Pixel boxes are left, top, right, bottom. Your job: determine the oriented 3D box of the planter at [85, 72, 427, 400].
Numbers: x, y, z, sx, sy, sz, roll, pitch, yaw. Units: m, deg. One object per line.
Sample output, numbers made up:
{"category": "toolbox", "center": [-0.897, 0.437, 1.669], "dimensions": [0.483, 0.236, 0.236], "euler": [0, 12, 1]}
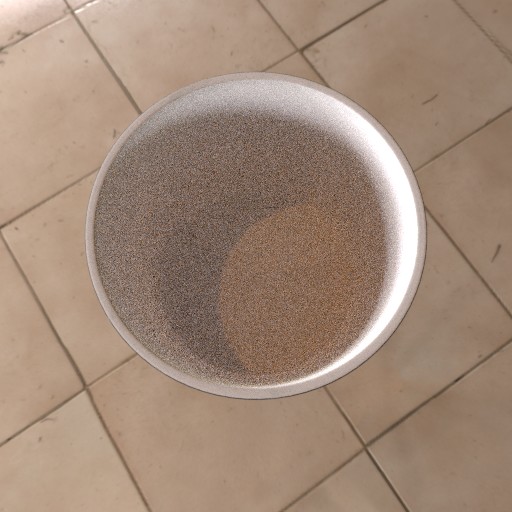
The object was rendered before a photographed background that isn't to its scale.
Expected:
{"category": "planter", "center": [0.000, 0.000, 0.307], "dimensions": [0.178, 0.157, 0.178], "euler": [0, 77, 0]}
